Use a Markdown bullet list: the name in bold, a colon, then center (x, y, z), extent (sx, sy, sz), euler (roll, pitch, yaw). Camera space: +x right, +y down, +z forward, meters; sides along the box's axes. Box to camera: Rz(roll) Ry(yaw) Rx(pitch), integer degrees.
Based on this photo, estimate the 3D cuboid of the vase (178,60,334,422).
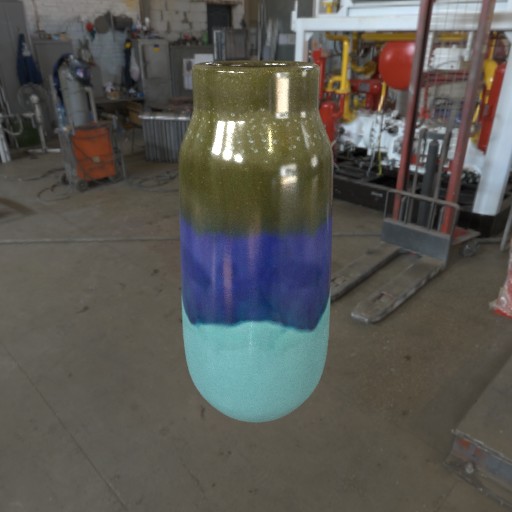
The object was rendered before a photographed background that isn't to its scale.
- **vase**: center (0.000, 0.000, 0.392), extent (0.139, 0.313, 0.139), euler (0, 26, 0)
